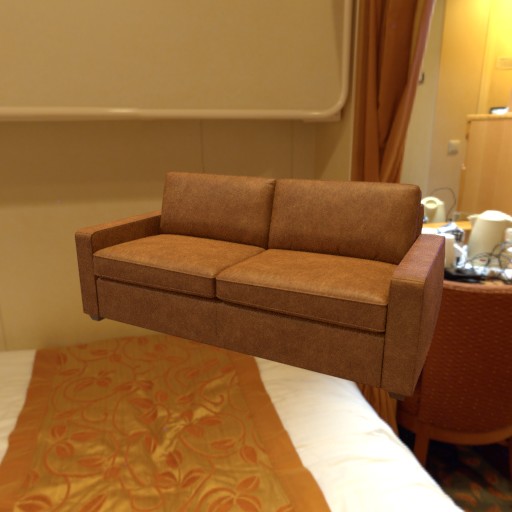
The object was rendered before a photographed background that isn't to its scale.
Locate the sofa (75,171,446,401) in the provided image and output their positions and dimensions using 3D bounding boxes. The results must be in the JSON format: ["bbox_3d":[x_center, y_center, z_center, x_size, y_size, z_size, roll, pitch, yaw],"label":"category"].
[{"bbox_3d":[0.000,0.000,2.774,2.156,0.928,0.991,8,18,26],"label":"sofa"}]
